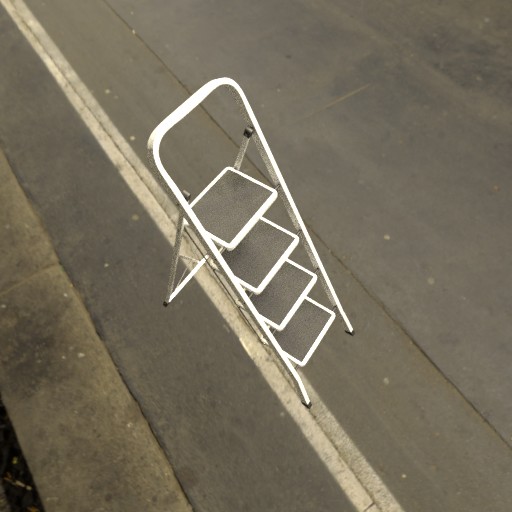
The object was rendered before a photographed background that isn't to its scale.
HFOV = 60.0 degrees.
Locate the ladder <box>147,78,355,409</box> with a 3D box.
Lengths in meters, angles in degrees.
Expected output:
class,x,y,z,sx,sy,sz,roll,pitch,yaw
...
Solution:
class,x,y,z,sx,sy,sz,roll,pitch,yaw
ladder,0.000,0.000,1.764,0.914,1.265,0.460,30,63,17
